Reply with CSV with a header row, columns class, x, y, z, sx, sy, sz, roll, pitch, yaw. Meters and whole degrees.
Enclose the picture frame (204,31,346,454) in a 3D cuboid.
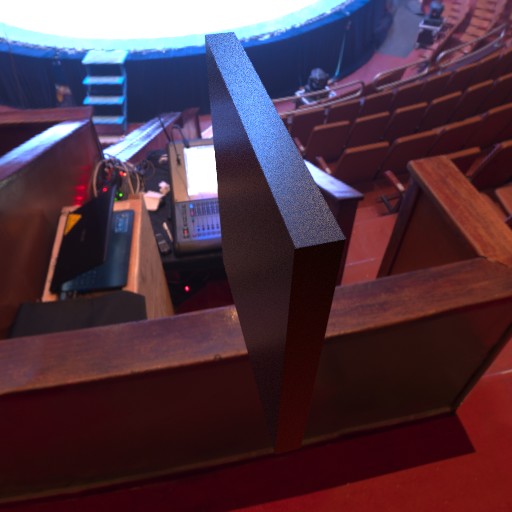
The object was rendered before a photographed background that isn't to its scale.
class,x,y,z,sx,sy,sz,roll,pitch,yaw
picture frame,0.000,0.000,0.521,0.034,0.378,0.328,-11,49,-9
